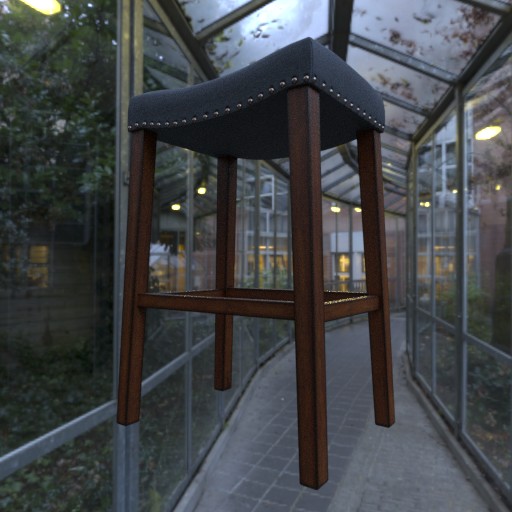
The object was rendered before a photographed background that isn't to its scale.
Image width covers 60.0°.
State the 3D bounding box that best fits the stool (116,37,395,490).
[{"bbox_3d":[0.000,0.000,0.994,0.502,0.748,0.366,-1,-1,36],"label":"stool"}]
